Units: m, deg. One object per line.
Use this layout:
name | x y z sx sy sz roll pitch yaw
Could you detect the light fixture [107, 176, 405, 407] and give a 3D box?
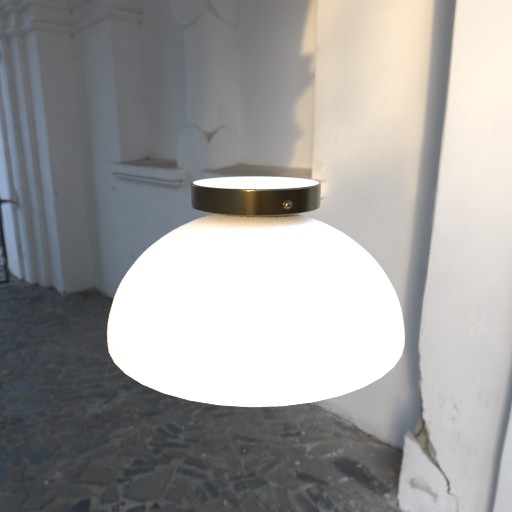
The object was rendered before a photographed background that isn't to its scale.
light fixture | 0.000 0.000 0.534 0.355 0.177 0.355 0 15 0
